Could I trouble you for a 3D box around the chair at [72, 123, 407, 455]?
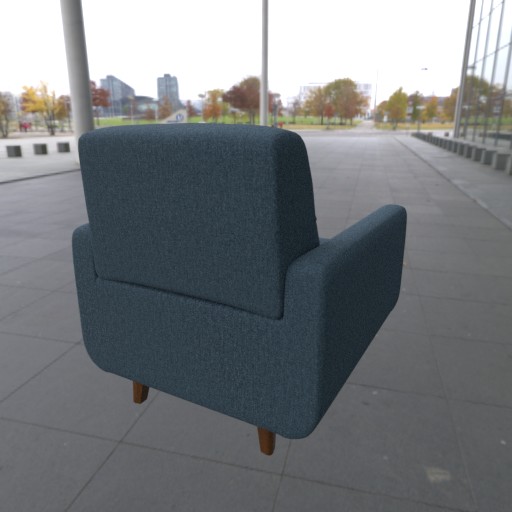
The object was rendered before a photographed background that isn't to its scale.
[{"bbox_3d":[0.000,0.000,1.629,0.880,0.940,0.964,9,19,28],"label":"chair"}]
